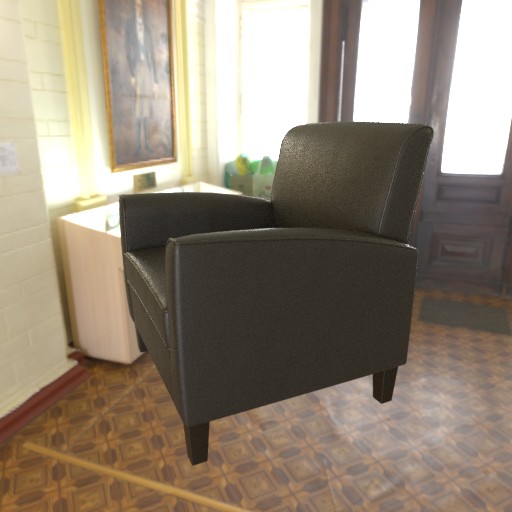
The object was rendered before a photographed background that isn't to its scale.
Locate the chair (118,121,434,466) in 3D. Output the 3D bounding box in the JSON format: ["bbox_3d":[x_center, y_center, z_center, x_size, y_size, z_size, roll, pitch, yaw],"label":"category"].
[{"bbox_3d":[0.000,0.000,1.570,0.819,0.916,0.820,-8,18,-24],"label":"chair"}]
